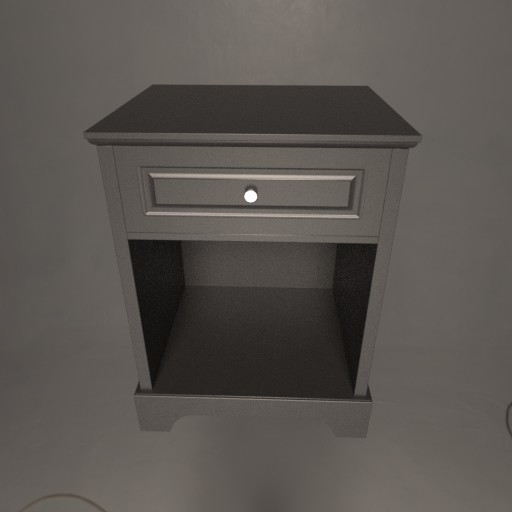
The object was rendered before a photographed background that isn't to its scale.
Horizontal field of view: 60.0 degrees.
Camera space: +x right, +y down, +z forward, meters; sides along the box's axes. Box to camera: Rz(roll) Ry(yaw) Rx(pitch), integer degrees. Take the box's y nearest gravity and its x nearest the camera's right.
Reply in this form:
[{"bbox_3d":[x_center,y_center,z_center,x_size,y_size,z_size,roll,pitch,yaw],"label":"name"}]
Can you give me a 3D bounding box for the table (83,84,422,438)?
[{"bbox_3d":[0.000,0.000,0.922,0.460,0.610,0.399,1,30,2],"label":"table"}]
